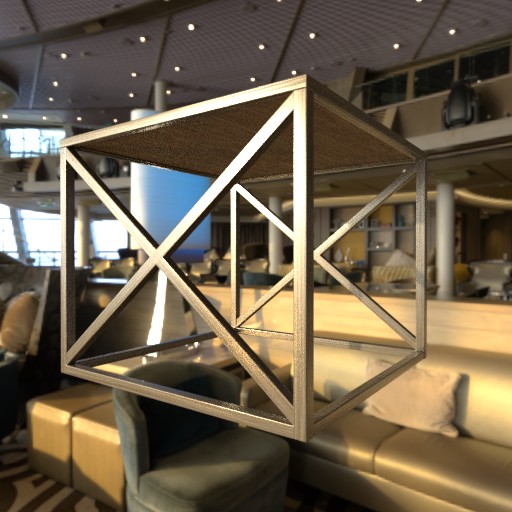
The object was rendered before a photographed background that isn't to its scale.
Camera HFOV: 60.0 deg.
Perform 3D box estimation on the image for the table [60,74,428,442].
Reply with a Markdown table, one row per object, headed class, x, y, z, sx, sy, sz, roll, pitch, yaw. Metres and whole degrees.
| class | x | y | z | sx | sy | sz | roll | pitch | yaw |
| --- | --- | --- | --- | --- | --- | --- | --- | --- | --- |
| table | 0.000 | 0.000 | 1.034 | 0.611 | 0.507 | 0.609 | 0 | 1 | 36 |
